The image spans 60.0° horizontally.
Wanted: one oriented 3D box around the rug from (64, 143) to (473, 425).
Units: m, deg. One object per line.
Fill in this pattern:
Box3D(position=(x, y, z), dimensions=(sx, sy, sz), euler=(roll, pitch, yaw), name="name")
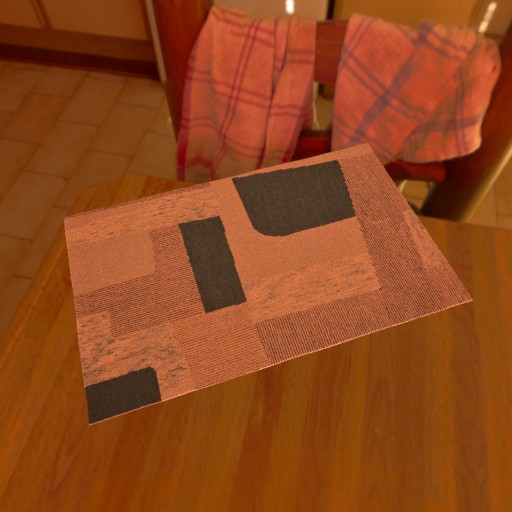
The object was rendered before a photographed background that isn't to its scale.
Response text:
Box3D(position=(0.000, 0.000, 3.030), dimensions=(2.436, 0.015, 1.521), euler=(-16, 58, -10), name="rug")
